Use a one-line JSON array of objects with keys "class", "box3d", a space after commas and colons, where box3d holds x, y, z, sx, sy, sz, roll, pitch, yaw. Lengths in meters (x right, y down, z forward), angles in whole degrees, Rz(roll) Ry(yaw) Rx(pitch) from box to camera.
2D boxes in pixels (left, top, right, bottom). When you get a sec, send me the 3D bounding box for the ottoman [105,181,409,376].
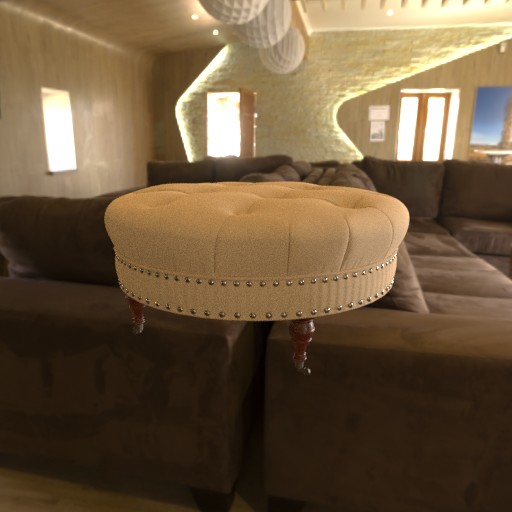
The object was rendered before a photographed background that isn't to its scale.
[{"class": "ottoman", "box3d": [0.000, 0.000, 1.409, 0.901, 0.439, 0.901, 0, 14, 0]}]
